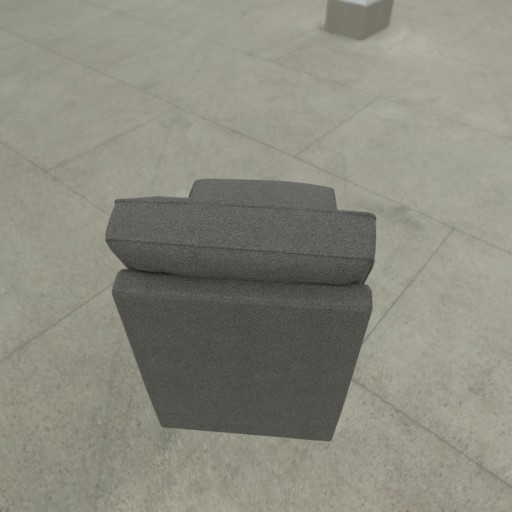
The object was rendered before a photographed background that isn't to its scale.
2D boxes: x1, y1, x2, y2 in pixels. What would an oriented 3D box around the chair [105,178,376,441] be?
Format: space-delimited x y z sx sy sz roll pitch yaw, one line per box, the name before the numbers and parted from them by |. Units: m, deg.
chair | 0.000 0.000 1.559 0.621 0.970 0.938 3 45 3
